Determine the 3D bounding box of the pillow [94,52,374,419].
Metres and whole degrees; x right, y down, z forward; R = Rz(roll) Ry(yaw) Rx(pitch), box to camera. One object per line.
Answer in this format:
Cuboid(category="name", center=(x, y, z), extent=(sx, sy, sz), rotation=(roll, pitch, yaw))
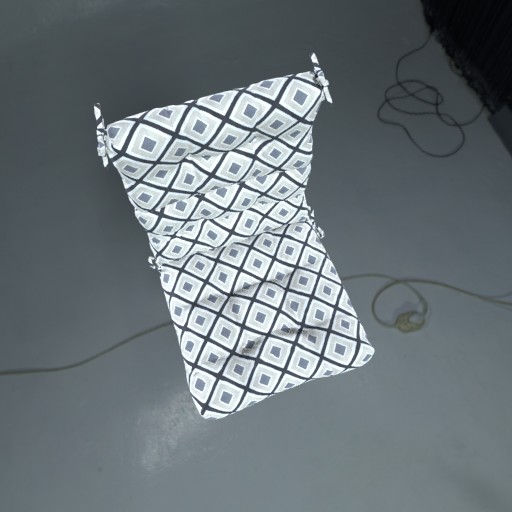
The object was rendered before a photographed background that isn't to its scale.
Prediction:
Cuboid(category="pillow", center=(0.000, 0.000, 1.036), extent=(0.519, 0.605, 0.571), rotation=(-18, 66, -8))
